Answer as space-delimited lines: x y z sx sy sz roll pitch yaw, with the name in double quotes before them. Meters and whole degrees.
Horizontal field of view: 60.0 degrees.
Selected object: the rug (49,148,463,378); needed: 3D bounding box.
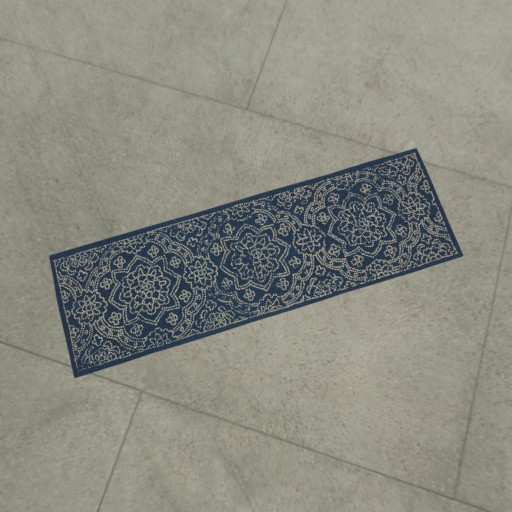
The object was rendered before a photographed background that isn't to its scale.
"rug" 0.000 0.000 2.731 2.448 0.012 0.769 -17 77 -4
